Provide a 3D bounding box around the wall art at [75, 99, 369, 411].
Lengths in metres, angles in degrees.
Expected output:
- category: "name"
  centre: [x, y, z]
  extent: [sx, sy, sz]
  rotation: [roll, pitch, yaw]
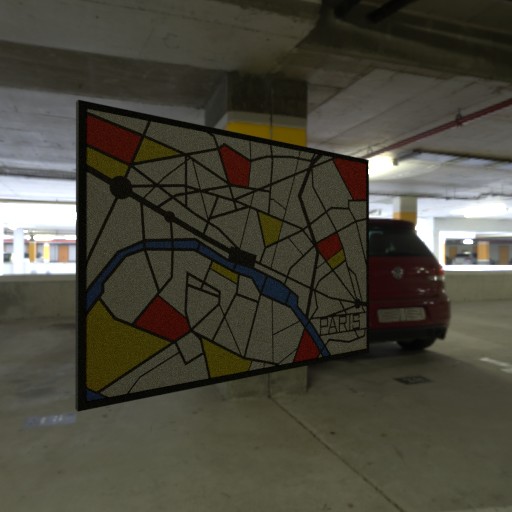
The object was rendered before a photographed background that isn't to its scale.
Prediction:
- category: "wall art"
  centre: [0.000, 0.000, 0.856]
  extent: [0.664, 0.458, 0.013]
  rotation: [0, 0, -37]
